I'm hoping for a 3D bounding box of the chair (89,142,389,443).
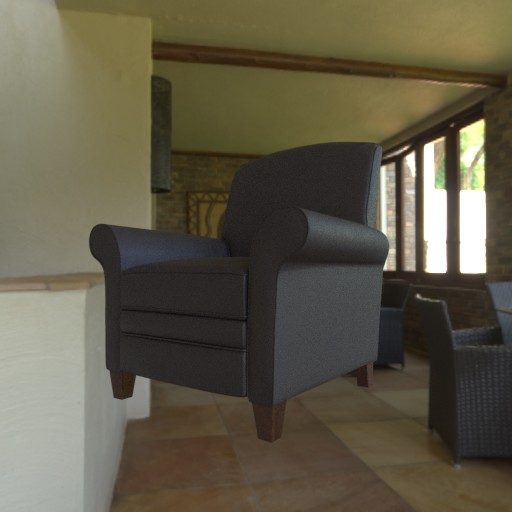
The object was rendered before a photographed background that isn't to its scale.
[{"bbox_3d":[0.000,0.000,1.781,0.978,1.061,0.902,-1,-2,36],"label":"chair"}]
